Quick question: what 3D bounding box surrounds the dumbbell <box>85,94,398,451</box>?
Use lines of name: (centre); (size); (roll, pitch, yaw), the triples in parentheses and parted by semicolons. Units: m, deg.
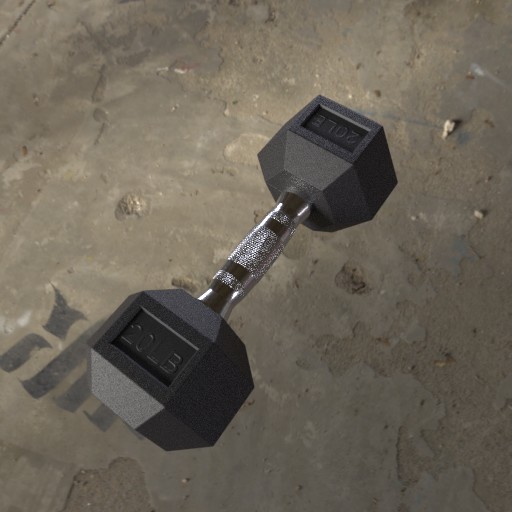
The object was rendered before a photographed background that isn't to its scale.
dumbbell: (0.000, 0.000, 0.349); (0.116, 0.101, 0.297); (33, 68, 15)
